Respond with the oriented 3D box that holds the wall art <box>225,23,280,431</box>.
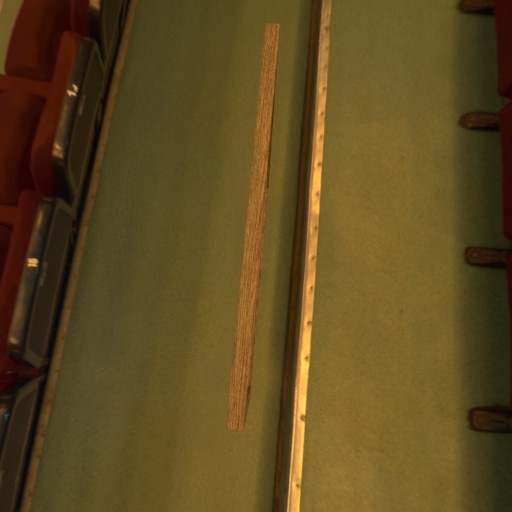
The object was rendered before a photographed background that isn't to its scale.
[{"bbox_3d":[0.000,0.000,0.770,0.019,0.508,0.508,5,76,1],"label":"wall art"}]
